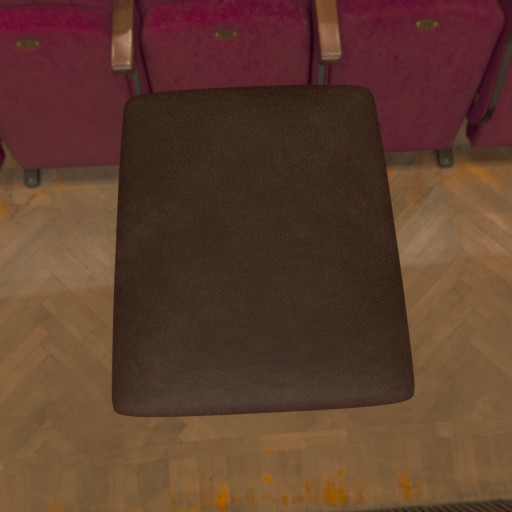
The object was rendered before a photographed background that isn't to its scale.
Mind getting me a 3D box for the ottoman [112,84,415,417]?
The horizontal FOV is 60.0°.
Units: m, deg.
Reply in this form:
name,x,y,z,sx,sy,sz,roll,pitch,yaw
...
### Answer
name,x,y,z,sx,sy,sz,roll,pitch,yaw
ottoman,0.000,0.000,1.232,0.670,0.569,0.806,-3,74,-1
